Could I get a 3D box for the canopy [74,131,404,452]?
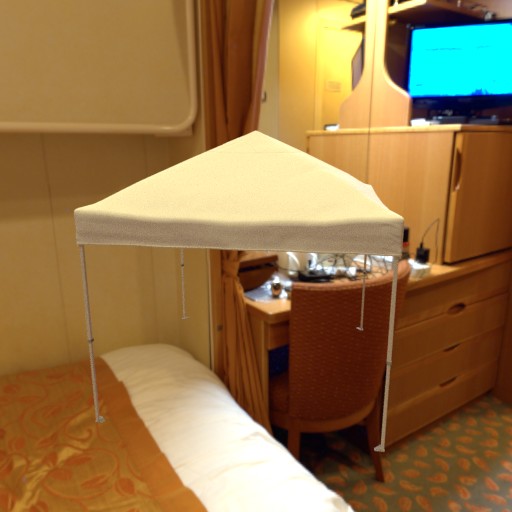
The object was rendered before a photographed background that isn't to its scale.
[{"bbox_3d":[0.000,0.000,5.504,2.996,2.997,2.998,2,14,9],"label":"canopy"}]
